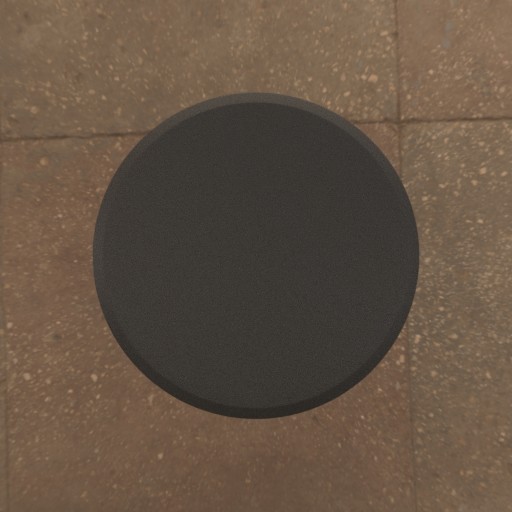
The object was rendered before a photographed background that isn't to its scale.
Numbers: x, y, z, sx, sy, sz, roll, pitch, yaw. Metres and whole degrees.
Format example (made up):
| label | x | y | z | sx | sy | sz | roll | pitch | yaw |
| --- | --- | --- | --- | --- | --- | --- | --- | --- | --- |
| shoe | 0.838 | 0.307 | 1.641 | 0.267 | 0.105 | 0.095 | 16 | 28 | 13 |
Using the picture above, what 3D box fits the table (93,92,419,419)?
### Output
| label | x | y | z | sx | sy | sz | roll | pitch | yaw |
| --- | --- | --- | --- | --- | --- | --- | --- | --- | --- |
| table | 0.000 | 0.000 | 1.410 | 0.900 | 0.400 | 0.900 | 0 | 88 | 0 |
